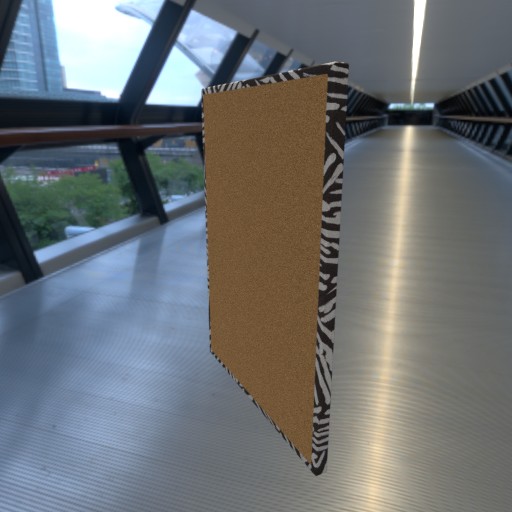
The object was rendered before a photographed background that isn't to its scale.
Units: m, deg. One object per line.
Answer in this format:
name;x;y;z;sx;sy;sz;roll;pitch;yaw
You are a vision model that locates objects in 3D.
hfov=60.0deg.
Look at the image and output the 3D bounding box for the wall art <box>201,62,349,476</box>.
wall art;0.000;0.000;1.366;0.038;1.017;0.765;-8;18;-26
